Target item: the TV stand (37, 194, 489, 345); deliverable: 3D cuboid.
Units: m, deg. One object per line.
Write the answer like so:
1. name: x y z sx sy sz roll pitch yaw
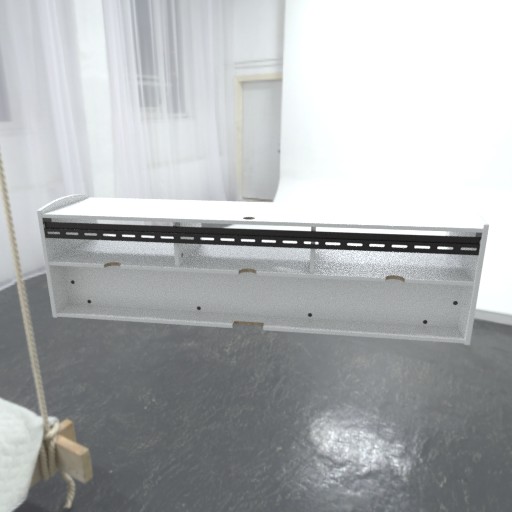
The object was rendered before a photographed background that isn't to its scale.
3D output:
1. TV stand: 0.000 0.000 1.676 1.473 0.424 0.397 2 18 8
